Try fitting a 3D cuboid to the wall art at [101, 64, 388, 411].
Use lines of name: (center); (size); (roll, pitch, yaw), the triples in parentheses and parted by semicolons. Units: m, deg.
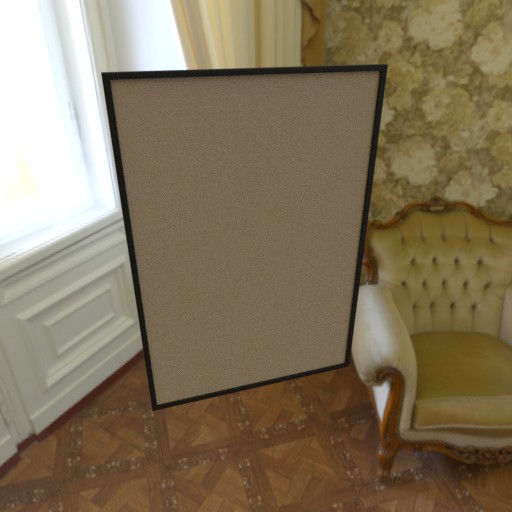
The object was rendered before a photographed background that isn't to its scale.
wall art: (0.000, 0.000, 0.843); (0.460, 0.660, 0.013); (-8, 29, -15)
